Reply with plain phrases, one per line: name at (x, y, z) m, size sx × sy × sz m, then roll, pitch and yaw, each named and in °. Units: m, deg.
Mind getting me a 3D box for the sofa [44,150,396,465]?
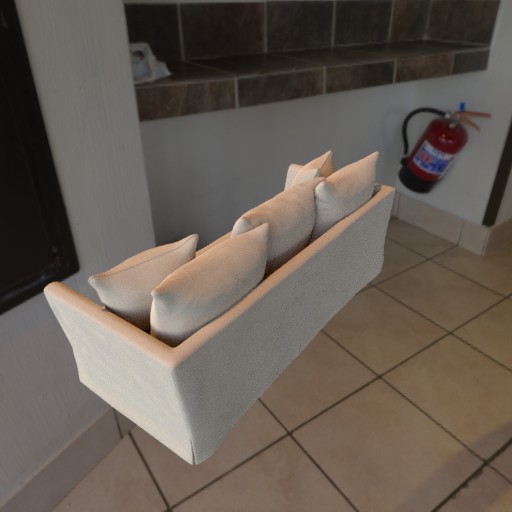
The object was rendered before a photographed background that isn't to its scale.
sofa at (0.000, 0.000, 3.084) m, size 1.046 × 1.047 × 2.499 m, roll 21°, pitch 37°, yaw 31°
